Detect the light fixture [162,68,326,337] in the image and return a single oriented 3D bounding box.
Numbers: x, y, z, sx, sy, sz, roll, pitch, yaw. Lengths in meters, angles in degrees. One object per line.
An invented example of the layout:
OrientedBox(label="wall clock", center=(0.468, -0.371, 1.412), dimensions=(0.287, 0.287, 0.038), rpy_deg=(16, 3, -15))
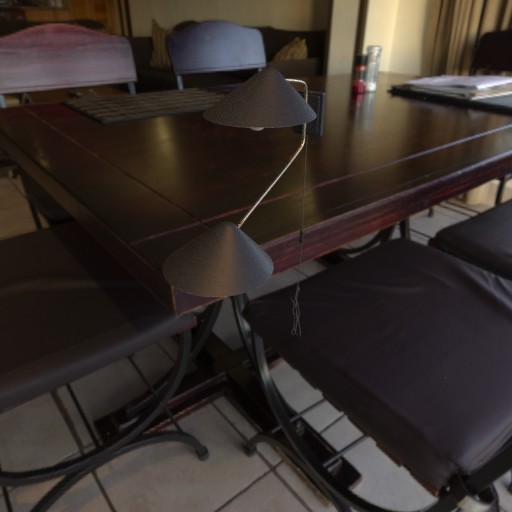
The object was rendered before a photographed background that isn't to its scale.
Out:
OrientedBox(label="light fixture", center=(0.000, 0.000, 0.857), dimensions=(0.189, 0.665, 0.422), rpy_deg=(18, 34, 28))
